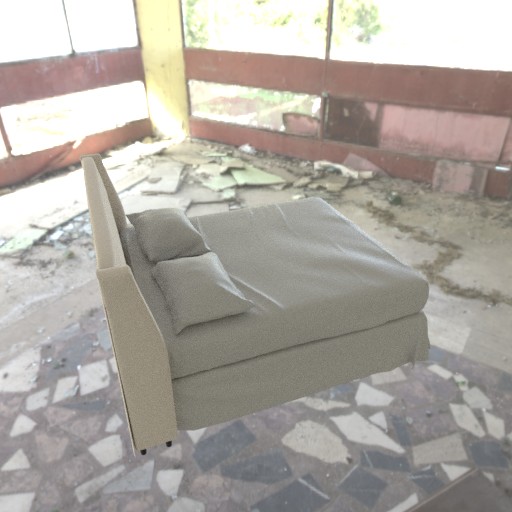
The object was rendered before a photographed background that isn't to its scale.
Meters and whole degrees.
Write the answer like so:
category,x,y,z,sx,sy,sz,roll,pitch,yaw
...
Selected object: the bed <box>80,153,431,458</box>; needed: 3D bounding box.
category,x,y,z,sx,sy,sz,roll,pitch,yaw
bed,0.000,0.000,3.411,2.276,1.332,1.925,-11,32,-18
